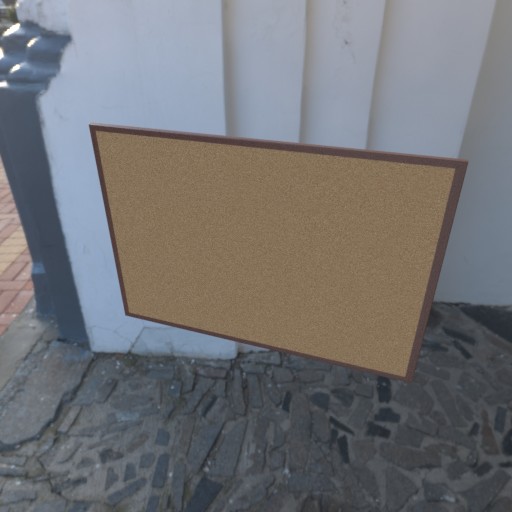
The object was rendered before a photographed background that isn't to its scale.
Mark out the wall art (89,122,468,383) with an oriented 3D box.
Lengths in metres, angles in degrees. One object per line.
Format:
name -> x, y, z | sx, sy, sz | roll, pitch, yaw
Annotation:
wall art -> 0.000, 0.000, 0.861 | 0.660, 0.455, 0.014 | 10, 32, 16
